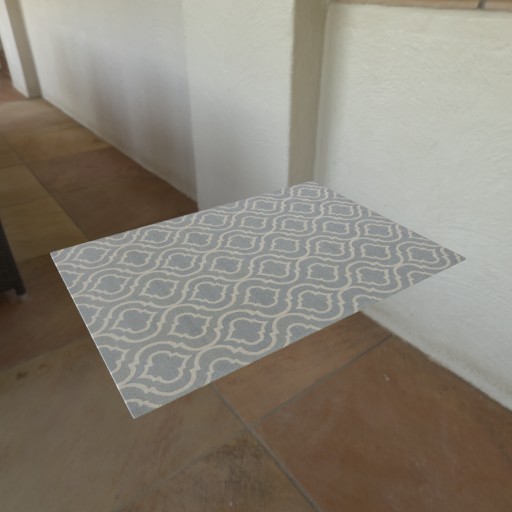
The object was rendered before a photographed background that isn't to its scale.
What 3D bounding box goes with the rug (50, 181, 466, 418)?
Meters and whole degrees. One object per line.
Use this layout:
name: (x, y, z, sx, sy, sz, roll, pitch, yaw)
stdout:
rug: (0.000, 0.000, 2.697, 2.080, 0.010, 1.451, -19, 37, -28)
